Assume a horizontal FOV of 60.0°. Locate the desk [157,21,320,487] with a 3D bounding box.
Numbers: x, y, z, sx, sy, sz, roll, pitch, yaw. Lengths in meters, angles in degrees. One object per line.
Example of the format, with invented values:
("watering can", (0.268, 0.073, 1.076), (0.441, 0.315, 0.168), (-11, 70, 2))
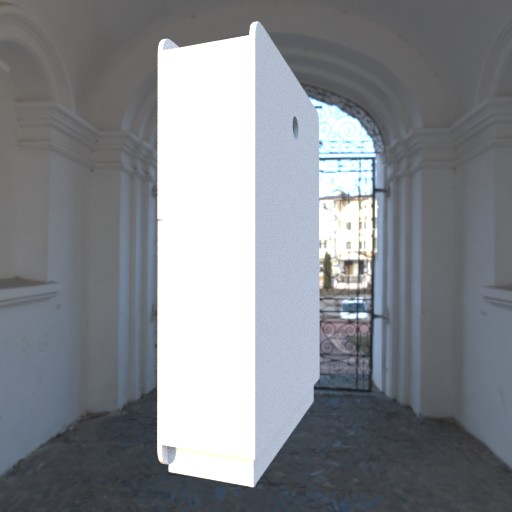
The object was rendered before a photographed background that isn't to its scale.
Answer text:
("desk", (0.000, 0.000, 1.510), (0.278, 1.190, 0.795), (0, 0, 19))
